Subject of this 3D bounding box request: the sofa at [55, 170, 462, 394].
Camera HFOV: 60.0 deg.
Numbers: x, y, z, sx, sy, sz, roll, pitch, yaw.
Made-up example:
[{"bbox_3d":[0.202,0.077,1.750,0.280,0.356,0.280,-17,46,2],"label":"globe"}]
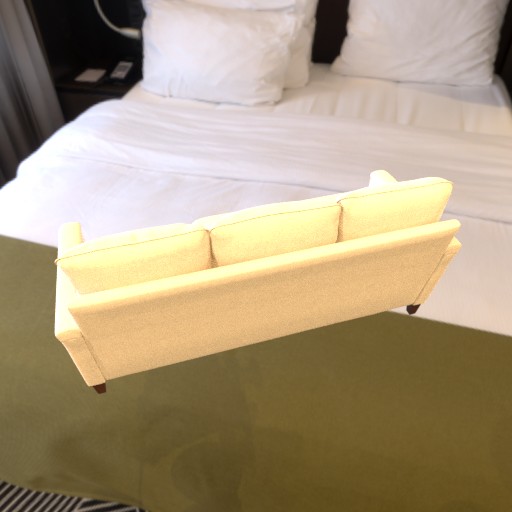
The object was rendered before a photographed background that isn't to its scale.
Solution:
[{"bbox_3d":[0.000,0.000,2.350,1.925,0.961,0.828,-11,42,-13],"label":"sofa"}]
